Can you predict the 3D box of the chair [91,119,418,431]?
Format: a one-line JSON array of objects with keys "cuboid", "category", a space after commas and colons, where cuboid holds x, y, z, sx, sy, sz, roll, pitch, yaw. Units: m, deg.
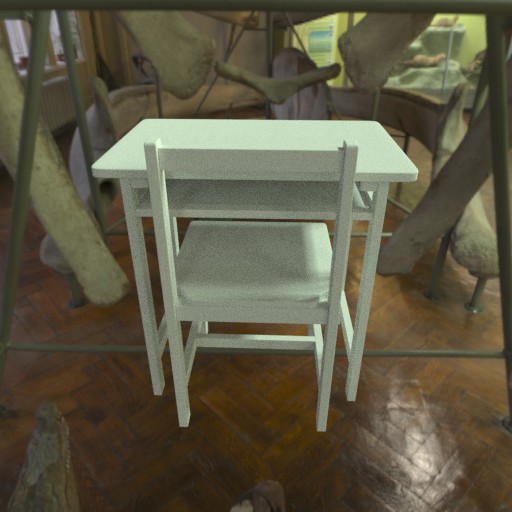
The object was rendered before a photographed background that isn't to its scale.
[{"cuboid": [0.000, 0.000, 1.069, 0.599, 0.673, 0.461, 1, 30, 2], "category": "chair"}]
